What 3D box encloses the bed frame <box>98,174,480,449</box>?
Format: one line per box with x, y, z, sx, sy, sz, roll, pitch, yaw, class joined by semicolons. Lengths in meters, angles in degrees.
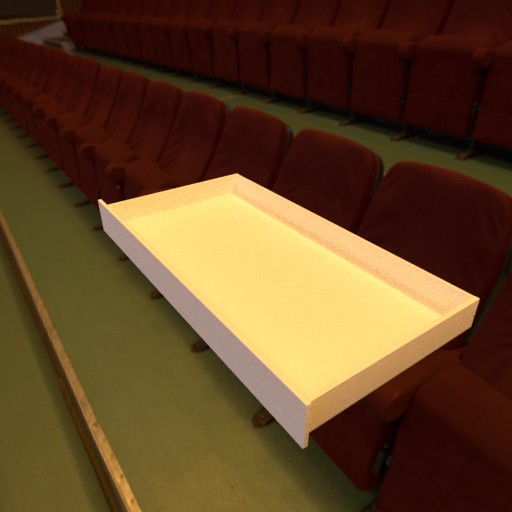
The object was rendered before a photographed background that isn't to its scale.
0.000;0.000;1.567;0.670;0.141;1.300;-20;36;-30;bed frame
